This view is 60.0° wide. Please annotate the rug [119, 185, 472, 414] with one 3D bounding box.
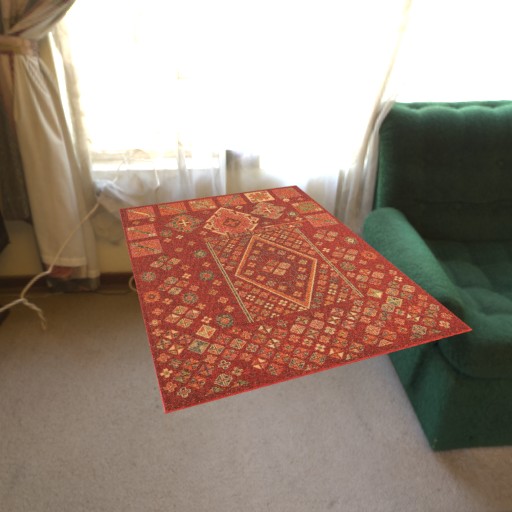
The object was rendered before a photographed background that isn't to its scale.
[{"bbox_3d":[0.000,0.000,4.449,2.389,0.011,3.306,-10,32,-17],"label":"rug"}]
